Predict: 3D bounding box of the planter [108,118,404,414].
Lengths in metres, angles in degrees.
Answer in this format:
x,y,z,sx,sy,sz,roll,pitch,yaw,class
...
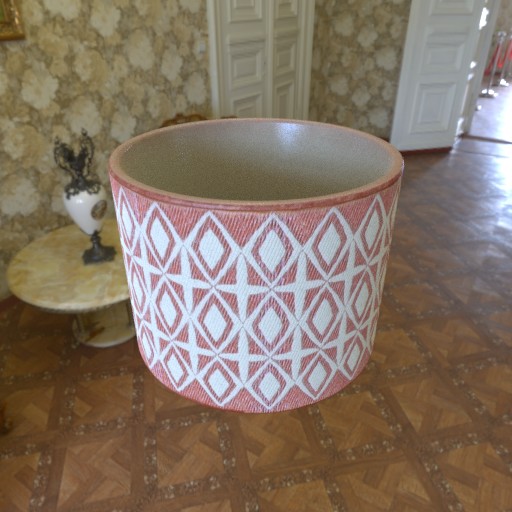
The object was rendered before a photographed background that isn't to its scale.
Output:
x,y,z,sx,sy,sz,roll,pitch,yaw,class
0.000,0.000,0.483,0.273,0.237,0.273,0,30,0,planter
